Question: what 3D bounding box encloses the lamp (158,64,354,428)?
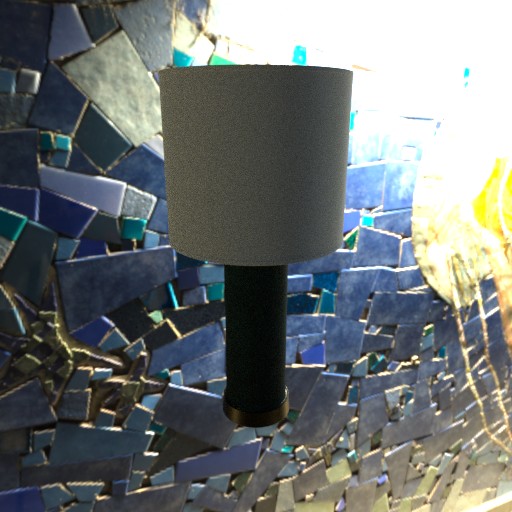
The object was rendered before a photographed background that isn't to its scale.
[{"bbox_3d":[0.000,0.000,0.789,0.301,0.630,0.301,-3,19,-9],"label":"lamp"}]
